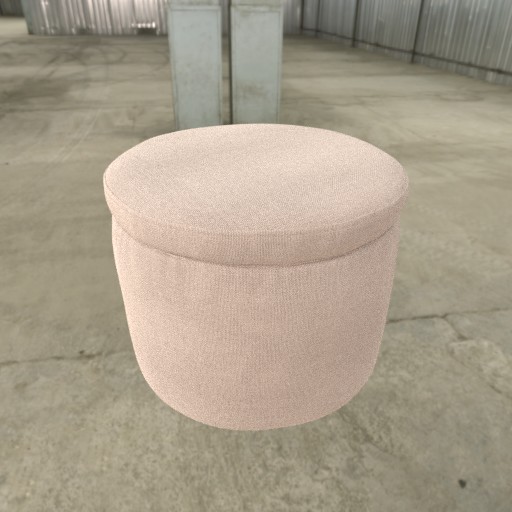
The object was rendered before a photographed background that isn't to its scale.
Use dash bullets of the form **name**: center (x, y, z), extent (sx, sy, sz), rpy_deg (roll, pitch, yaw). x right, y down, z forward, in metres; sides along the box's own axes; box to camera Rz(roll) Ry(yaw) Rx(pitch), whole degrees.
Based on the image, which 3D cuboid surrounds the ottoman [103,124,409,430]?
- **ottoman**: center (0.000, 0.000, 0.828), extent (0.497, 0.409, 0.497), rpy_deg (0, 30, 0)
